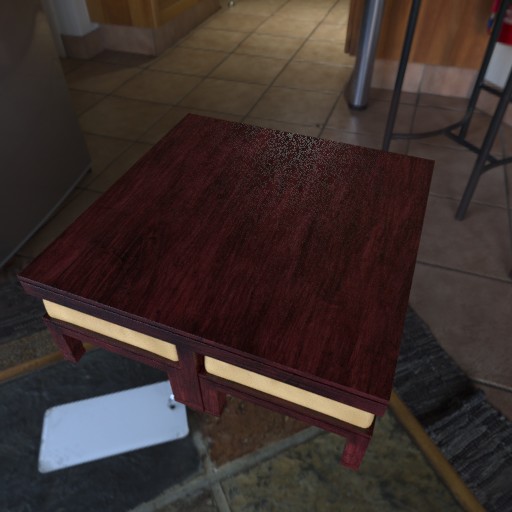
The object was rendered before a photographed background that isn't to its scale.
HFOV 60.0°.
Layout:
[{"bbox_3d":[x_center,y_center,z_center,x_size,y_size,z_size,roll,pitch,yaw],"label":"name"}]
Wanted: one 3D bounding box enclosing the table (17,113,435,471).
[{"bbox_3d":[0.000,0.000,1.337,0.865,0.356,0.865,15,47,15],"label":"table"}]
